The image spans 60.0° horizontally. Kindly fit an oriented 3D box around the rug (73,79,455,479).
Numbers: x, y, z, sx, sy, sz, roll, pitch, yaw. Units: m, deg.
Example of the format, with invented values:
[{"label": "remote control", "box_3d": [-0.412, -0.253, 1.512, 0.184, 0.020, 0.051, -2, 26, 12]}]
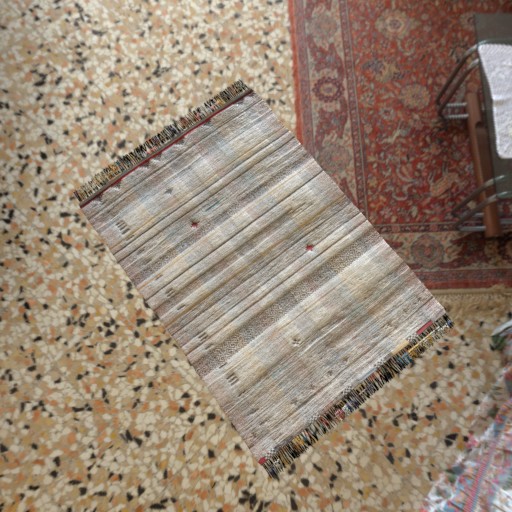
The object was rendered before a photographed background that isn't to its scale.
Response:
[{"label": "rug", "box_3d": [0.000, 0.000, 2.361, 1.217, 0.012, 1.848, -36, 79, -8]}]
